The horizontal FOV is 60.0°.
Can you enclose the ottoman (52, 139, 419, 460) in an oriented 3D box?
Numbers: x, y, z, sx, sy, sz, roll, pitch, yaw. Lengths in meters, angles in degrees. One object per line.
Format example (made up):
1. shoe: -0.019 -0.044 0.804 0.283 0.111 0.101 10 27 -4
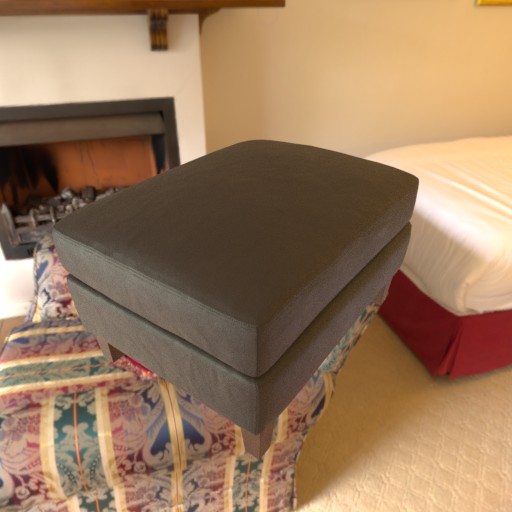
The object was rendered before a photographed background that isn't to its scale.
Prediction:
1. ottoman: 0.000 0.000 1.301 0.659 0.529 0.887 21 38 30
